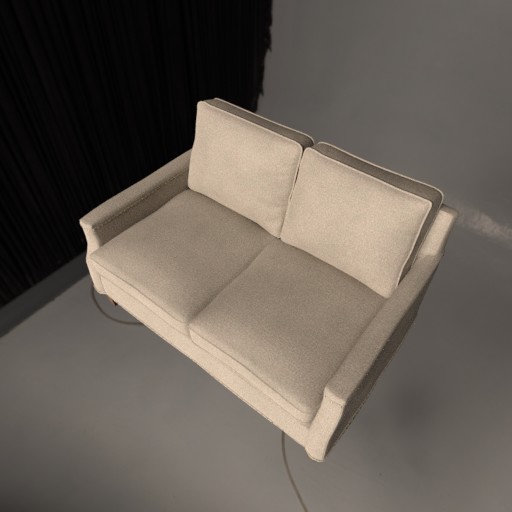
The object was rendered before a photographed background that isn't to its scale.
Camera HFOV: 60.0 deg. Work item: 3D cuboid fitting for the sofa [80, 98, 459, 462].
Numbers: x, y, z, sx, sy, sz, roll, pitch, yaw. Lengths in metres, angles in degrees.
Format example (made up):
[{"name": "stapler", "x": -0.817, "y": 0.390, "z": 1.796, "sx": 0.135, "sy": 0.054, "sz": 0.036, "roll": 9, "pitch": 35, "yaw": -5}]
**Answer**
[{"name": "sofa", "x": 0.000, "y": 0.000, "z": 2.281, "sx": 1.597, "sy": 1.003, "sz": 1.084, "roll": 30, "pitch": 54, "yaw": 25}]
